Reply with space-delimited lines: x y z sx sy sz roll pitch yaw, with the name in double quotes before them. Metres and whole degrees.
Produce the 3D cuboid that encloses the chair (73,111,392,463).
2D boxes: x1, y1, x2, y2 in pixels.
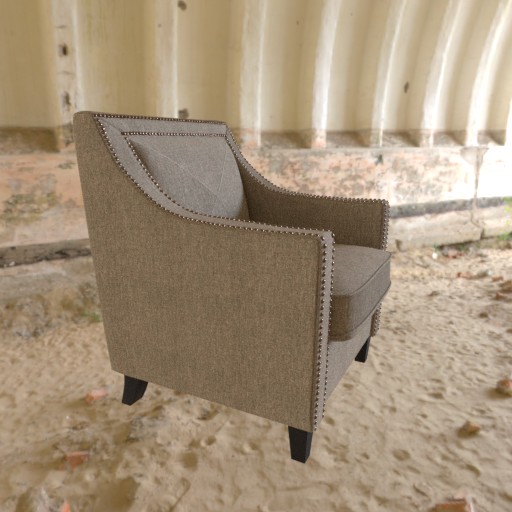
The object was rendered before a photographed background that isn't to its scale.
"chair" 0.000 0.000 1.575 0.884 0.967 0.776 7 16 27
